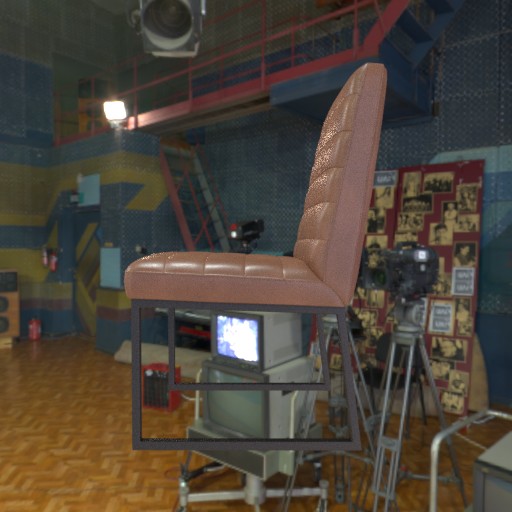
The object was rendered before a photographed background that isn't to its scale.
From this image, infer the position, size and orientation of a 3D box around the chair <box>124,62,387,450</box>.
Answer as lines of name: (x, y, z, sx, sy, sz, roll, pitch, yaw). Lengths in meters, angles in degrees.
chair: (0.000, 0.000, 1.291, 0.634, 0.930, 0.520, 0, 1, 0)
